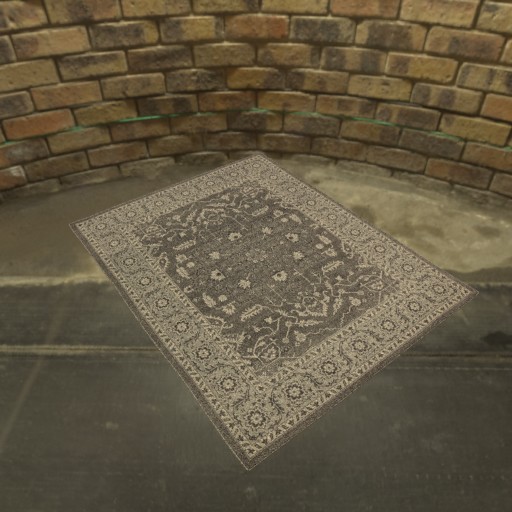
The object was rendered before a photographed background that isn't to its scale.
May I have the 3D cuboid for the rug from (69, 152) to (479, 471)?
[{"bbox_3d":[0.000,0.000,4.122,2.451,0.026,3.069,-27,48,-27],"label":"rug"}]
